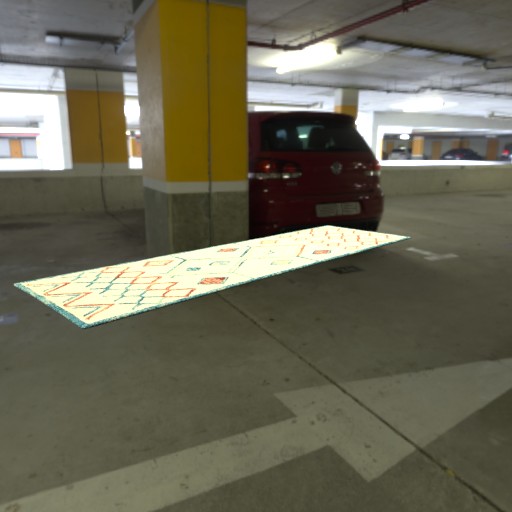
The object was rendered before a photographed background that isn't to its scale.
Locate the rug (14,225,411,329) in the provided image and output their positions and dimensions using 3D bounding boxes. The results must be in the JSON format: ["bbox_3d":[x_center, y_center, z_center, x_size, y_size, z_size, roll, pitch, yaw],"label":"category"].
[{"bbox_3d":[0.000,0.000,2.636,2.435,0.011,0.750,-13,18,-43],"label":"rug"}]
